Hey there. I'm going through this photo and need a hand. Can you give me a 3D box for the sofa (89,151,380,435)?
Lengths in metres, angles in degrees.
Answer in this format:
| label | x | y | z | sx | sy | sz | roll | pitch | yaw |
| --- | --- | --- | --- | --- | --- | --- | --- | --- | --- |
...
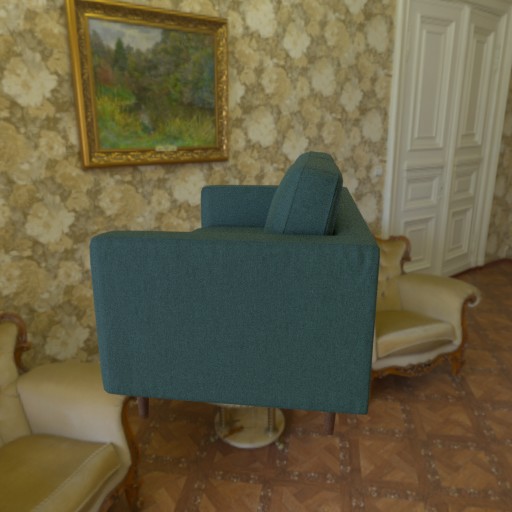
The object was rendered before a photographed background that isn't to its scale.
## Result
| label | x | y | z | sx | sy | sz | roll | pitch | yaw |
| --- | --- | --- | --- | --- | --- | --- | --- | --- | --- |
| sofa | 0.000 | 0.000 | 1.999 | 0.879 | 0.899 | 1.430 | 2 | 15 | 7 |
